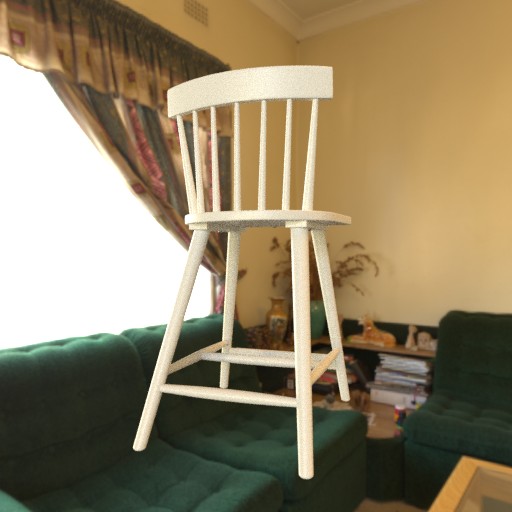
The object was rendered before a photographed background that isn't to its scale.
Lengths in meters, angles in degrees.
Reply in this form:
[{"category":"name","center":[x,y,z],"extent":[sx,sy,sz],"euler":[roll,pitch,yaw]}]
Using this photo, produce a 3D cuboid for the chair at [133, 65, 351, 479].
[{"category":"chair","center":[0.000,0.000,1.277],"extent":[0.483,0.952,0.572],"euler":[0,0,19]}]
